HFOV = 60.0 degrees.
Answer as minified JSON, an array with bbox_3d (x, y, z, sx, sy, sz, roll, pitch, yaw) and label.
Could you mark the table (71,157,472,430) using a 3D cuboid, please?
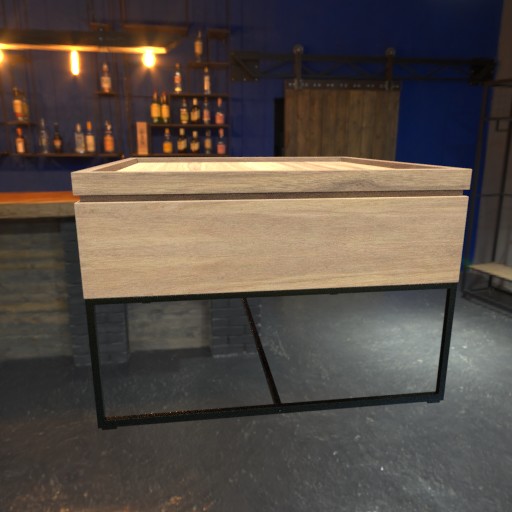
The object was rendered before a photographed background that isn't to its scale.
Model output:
[{"bbox_3d":[0.000,0.000,1.118,0.676,0.464,0.679,-2,15,-8],"label":"table"}]
